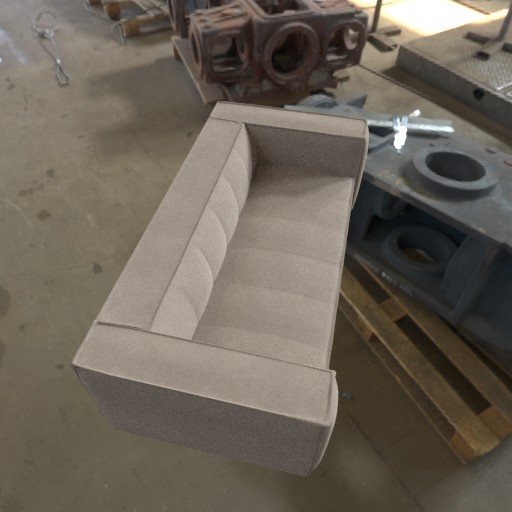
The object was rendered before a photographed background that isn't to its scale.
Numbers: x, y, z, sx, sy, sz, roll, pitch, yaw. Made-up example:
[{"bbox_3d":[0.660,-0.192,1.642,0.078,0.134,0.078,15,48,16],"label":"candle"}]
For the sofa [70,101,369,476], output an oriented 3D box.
[{"bbox_3d":[0.000,0.000,2.449,1.038,0.680,1.995,10,49,9],"label":"sofa"}]
